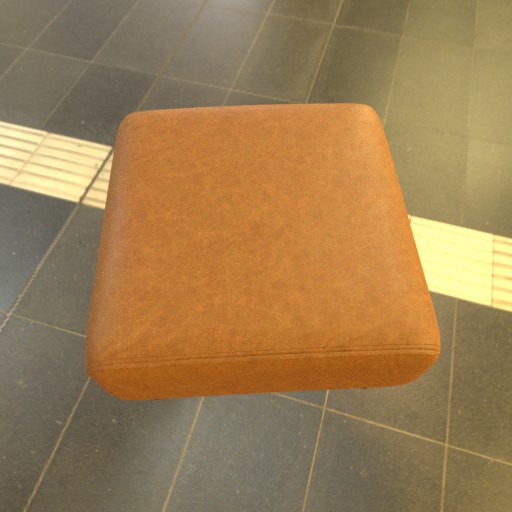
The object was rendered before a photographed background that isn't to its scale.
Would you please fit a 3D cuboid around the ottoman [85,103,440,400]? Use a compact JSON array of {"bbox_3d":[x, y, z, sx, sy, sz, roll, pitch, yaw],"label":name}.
[{"bbox_3d":[0.000,0.000,1.050,0.650,0.399,0.650,-3,59,-2],"label":"ottoman"}]
